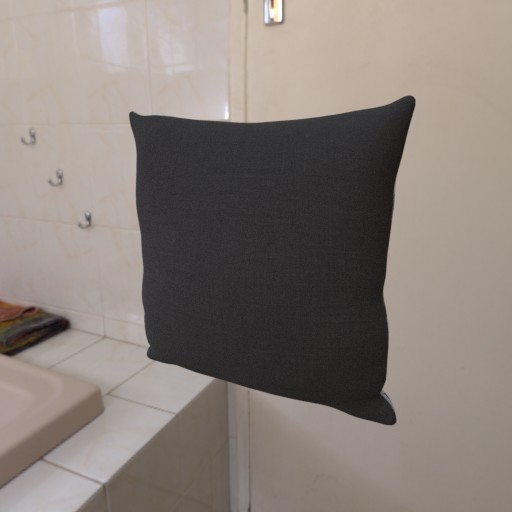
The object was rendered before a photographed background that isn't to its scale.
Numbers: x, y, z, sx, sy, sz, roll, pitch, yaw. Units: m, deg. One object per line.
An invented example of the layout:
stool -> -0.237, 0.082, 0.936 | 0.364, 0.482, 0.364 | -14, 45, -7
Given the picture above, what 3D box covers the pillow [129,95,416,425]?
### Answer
pillow -> 0.000, 0.000, 0.754 | 0.503, 0.496, 0.208 | 7, 17, 26
